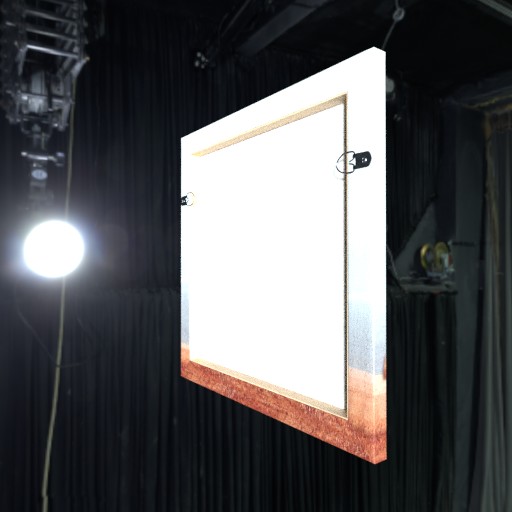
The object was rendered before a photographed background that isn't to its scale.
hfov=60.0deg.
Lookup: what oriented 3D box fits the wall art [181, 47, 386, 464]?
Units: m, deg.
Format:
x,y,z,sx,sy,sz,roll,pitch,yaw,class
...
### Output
x,y,z,sx,sy,sz,roll,pitch,yaw,class
0.000,0.000,1.120,0.042,0.760,0.760,0,-1,-37,wall art
